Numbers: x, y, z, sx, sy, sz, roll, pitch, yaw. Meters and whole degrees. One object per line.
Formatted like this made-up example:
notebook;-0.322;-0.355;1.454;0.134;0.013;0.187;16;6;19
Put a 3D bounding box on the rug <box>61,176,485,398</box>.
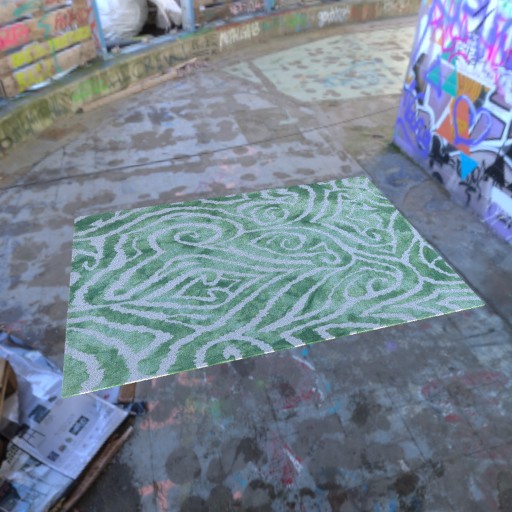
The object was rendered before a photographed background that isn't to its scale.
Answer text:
rug;0.000;0.000;2.282;1.826;0.006;1.220;-10;40;-12
